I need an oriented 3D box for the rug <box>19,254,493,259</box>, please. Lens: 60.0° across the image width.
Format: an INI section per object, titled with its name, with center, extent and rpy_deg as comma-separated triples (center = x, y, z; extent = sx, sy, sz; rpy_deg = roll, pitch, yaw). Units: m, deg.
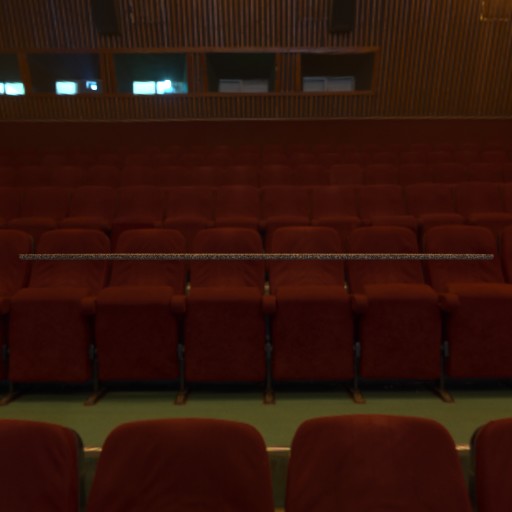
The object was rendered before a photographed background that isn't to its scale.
[rug]
center = 0.000, 0.000, 2.923
extent = 2.352, 0.025, 1.501
rpy_deg = 0, 0, -1
